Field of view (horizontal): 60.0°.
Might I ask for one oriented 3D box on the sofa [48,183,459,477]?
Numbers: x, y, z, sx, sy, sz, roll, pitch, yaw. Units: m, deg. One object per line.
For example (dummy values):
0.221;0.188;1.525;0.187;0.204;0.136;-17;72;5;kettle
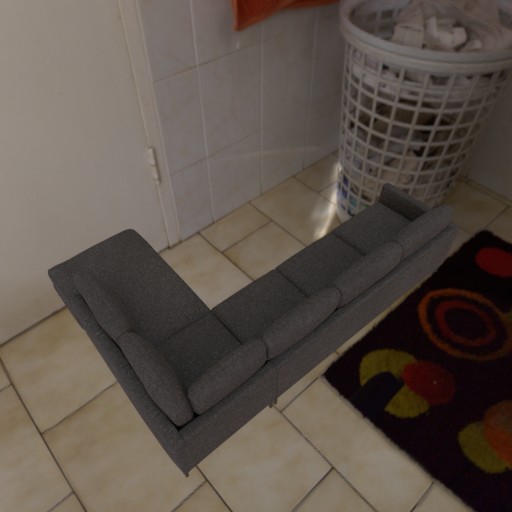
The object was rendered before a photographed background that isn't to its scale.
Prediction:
0.000;0.000;3.827;2.949;0.815;2.007;-32;55;-25;sofa
